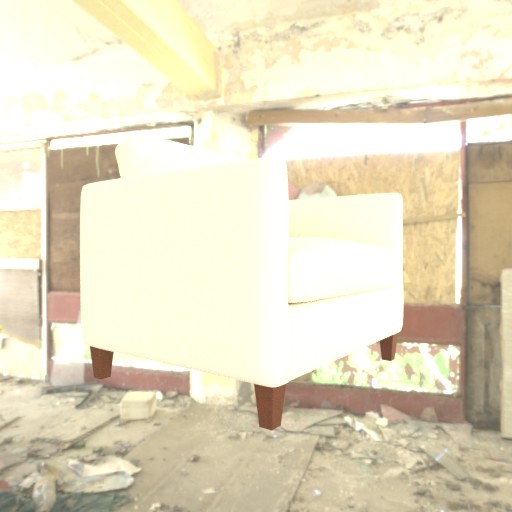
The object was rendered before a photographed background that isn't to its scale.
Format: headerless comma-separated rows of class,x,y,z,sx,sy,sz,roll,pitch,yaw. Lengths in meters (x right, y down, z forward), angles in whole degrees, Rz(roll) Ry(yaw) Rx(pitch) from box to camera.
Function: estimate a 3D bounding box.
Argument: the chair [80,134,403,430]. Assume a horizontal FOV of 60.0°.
chair,0.000,0.000,1.739,0.878,0.885,1.019,1,1,37
